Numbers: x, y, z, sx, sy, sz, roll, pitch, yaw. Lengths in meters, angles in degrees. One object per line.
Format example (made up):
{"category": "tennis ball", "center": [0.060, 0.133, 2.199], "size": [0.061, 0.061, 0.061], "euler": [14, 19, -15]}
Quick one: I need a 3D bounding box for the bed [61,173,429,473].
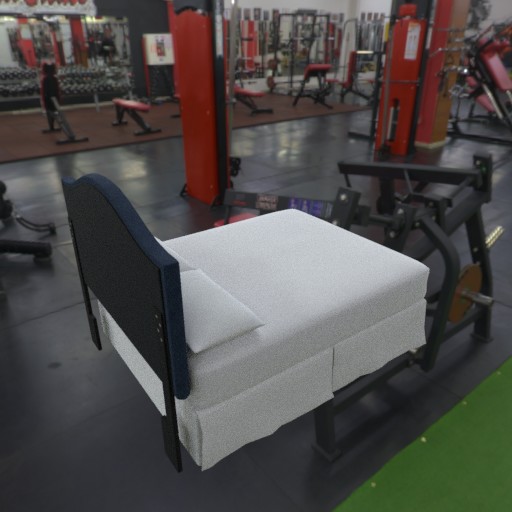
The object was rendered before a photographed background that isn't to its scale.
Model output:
{"category": "bed", "center": [0.000, 0.000, 3.256], "size": [2.153, 1.518, 1.725], "euler": [-18, 31, -32]}
